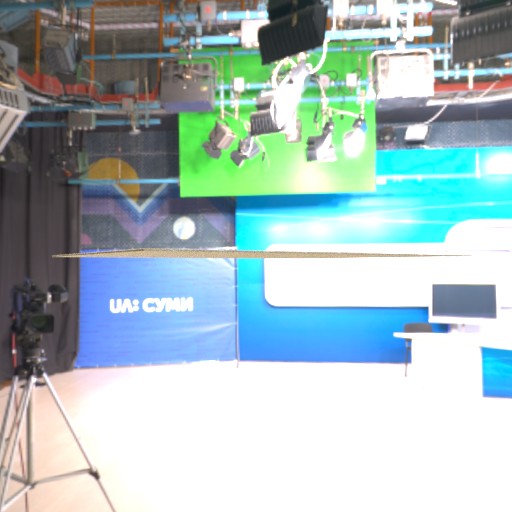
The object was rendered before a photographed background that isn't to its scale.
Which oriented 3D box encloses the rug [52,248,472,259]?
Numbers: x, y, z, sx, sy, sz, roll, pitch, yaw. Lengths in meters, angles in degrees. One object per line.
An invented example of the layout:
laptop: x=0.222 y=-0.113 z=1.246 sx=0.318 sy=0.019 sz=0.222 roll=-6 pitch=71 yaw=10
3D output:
rug: x=0.000 y=0.000 z=3.879 sx=2.894 sy=0.013 sz=2.286 roll=1 pitch=-1 yaw=-35
